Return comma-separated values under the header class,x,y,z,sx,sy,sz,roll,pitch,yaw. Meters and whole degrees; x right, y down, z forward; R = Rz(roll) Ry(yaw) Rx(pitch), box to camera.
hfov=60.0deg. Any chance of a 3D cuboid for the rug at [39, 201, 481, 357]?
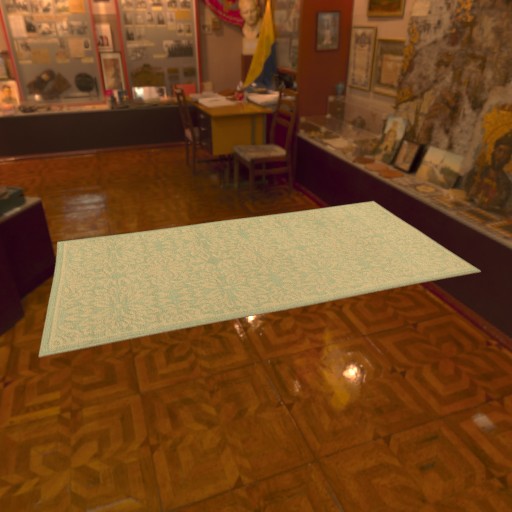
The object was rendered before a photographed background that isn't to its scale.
class,x,y,z,sx,sy,sz,roll,pitch,yaw
rug,0.000,0.000,1.409,1.219,0.007,0.604,-9,29,-16
